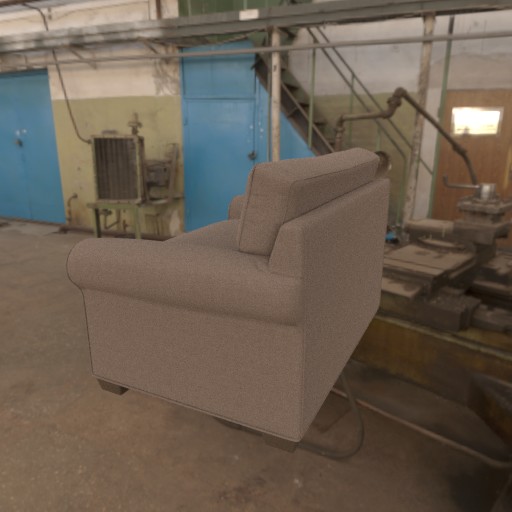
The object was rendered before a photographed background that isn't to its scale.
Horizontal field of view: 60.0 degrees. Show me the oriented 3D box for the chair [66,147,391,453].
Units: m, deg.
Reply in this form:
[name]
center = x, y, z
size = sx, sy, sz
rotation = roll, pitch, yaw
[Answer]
[chair]
center = 0.000, 0.000, 2.022
size = 0.930, 0.930, 1.390
rotation = 8, 18, 25
